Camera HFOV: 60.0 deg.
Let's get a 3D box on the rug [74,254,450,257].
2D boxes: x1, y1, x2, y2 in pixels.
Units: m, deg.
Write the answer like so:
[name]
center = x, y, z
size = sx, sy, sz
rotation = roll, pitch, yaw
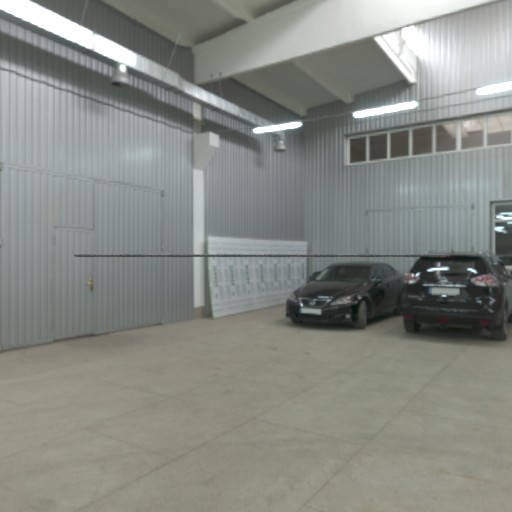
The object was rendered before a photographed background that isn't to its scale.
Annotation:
[rug]
center = 0.000, 0.000, 3.037
size = 1.554, 0.011, 2.476
rotation = 0, 0, -1
